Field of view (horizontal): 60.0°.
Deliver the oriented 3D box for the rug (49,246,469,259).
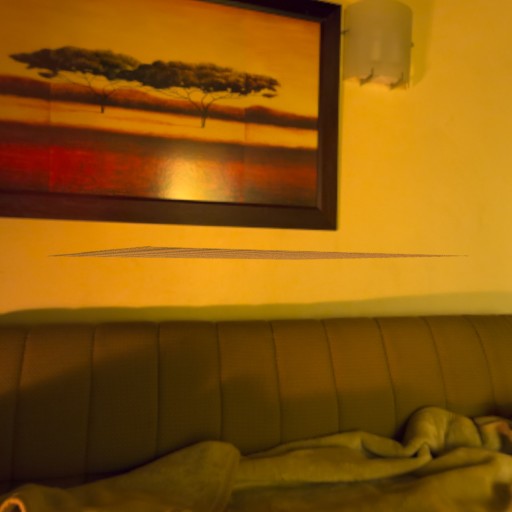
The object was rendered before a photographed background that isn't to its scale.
[{"bbox_3d":[0.000,0.000,4.191,3.201,0.005,2.439,1,-2,-36],"label":"rug"}]
